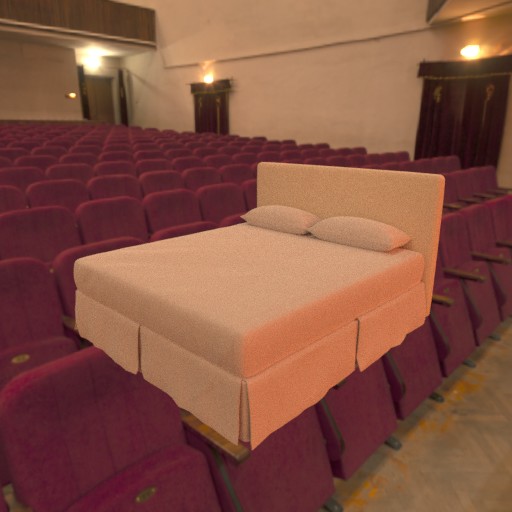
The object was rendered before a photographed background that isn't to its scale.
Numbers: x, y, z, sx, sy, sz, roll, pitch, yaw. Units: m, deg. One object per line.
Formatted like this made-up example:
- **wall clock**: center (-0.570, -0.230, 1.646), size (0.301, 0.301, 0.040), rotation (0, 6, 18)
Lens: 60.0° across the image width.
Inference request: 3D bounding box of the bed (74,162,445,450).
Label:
- **bed**: center (0.000, 0.000, 3.653), size (2.119, 1.317, 2.341), rotation (15, 22, 42)
